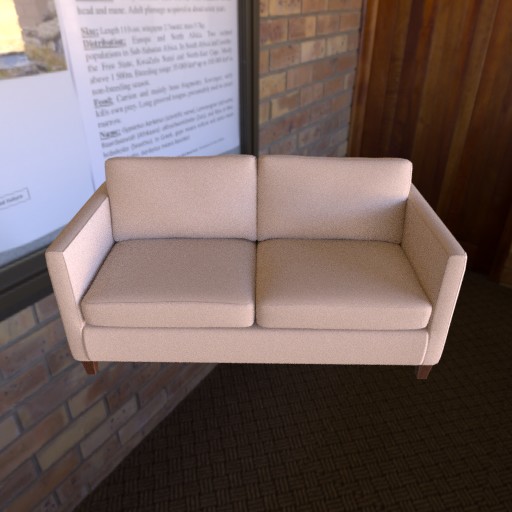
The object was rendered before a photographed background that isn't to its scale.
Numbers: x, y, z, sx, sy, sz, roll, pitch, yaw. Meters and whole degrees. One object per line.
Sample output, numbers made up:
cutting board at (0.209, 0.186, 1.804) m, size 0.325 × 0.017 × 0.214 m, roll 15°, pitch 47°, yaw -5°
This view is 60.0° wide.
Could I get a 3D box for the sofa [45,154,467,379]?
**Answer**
sofa at (0.000, 0.000, 2.241) m, size 1.722 × 0.888 × 0.873 m, roll 0°, pitch 31°, yaw 1°
